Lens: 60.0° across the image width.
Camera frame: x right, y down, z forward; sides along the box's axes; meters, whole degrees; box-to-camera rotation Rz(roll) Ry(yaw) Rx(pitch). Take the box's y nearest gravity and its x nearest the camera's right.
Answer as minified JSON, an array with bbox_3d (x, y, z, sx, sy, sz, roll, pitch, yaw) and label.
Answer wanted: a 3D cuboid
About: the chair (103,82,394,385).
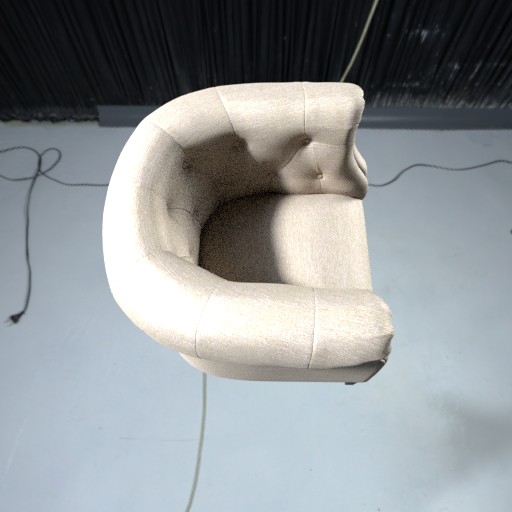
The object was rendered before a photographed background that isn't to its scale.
[{"bbox_3d":[0.000,0.000,1.546,0.852,0.827,0.905,1,64,0],"label":"chair"}]
